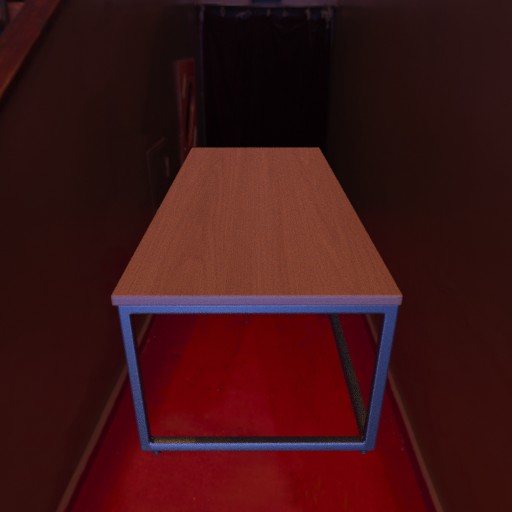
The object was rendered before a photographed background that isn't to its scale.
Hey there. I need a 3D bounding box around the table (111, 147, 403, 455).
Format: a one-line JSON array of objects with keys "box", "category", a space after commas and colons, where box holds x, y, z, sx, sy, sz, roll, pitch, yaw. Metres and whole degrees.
[{"box": [0.000, 0.000, 1.338, 0.500, 0.400, 1.100, 0, 27, 0], "category": "table"}]
